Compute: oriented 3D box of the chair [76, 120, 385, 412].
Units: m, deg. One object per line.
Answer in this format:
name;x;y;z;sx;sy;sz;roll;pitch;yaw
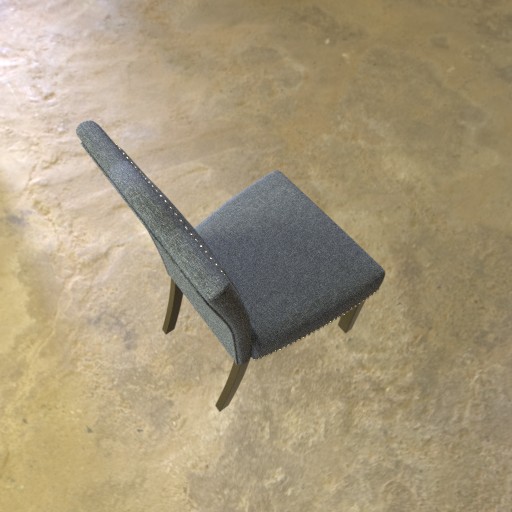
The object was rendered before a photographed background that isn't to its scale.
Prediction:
chair;0.000;0.000;1.260;0.589;0.946;0.518;-33;64;-19
